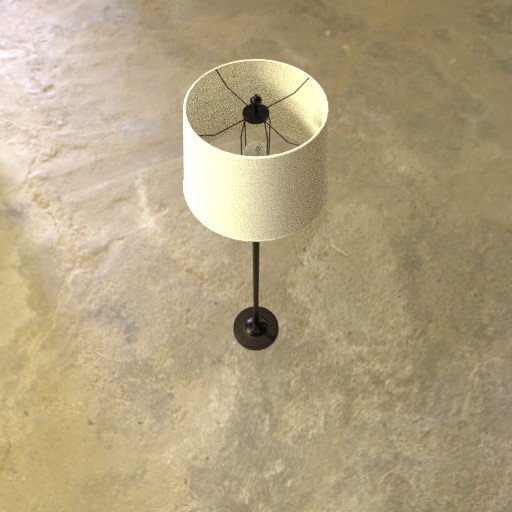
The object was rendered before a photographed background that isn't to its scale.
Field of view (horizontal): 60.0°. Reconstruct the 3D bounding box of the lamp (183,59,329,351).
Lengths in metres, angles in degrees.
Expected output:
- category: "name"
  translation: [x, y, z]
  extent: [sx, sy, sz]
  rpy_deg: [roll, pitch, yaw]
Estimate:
- category: "lamp"
  translation: [0.000, 0.000, 1.692]
  extent: [0.431, 1.484, 0.431]
  rpy_deg: [0, 59, 0]
